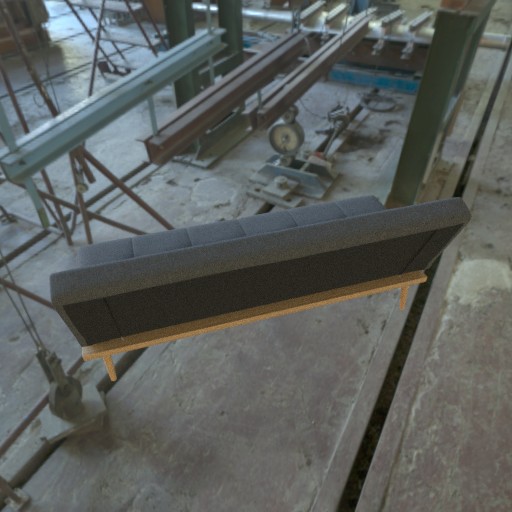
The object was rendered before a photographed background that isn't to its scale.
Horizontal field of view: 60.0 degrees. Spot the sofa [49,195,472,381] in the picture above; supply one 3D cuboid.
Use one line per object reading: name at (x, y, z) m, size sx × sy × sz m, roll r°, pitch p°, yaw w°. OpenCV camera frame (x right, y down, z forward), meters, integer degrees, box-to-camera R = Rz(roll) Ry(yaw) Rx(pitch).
sofa at (0.000, 0.000, 2.291) m, size 1.820 × 0.770 × 0.820 m, roll -11°, pitch 42°, yaw -13°
